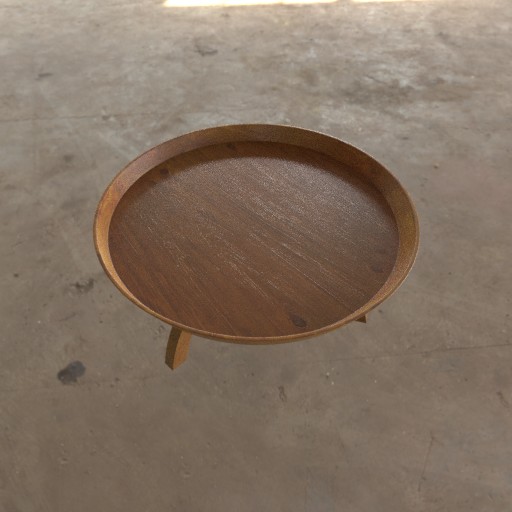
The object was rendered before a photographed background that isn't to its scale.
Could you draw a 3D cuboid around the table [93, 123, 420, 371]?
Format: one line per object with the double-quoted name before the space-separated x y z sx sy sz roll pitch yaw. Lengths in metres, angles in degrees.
"table" 0.000 0.000 1.587 1.016 0.470 1.016 0 48 0
